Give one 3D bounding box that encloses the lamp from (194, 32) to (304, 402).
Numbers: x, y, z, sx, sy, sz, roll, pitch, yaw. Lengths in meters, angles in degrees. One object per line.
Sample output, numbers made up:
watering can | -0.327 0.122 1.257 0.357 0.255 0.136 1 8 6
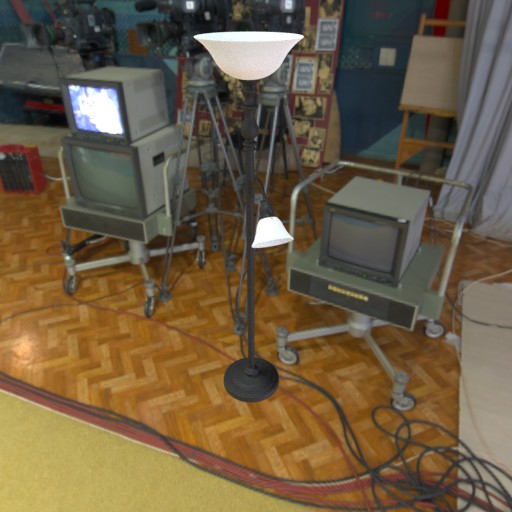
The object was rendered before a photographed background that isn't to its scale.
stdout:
lamp | 0.000 0.000 2.026 0.405 1.793 0.588 -9 32 -14
